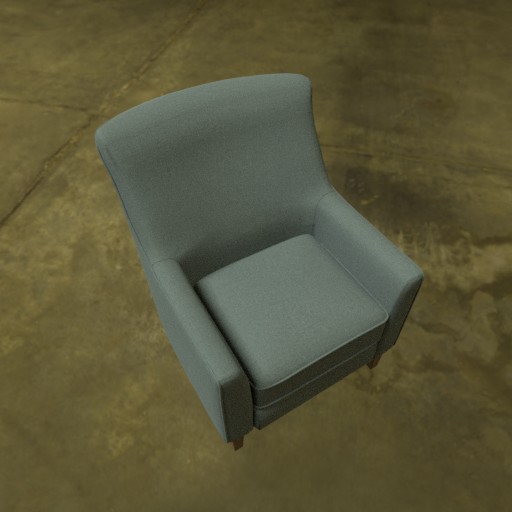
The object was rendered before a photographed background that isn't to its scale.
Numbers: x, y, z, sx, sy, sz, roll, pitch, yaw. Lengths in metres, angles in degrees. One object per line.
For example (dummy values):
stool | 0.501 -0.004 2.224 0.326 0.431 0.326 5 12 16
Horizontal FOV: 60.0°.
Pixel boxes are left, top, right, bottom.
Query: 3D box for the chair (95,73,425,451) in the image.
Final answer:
chair | 0.000 0.000 1.573 0.756 0.916 0.879 -24 52 -20
